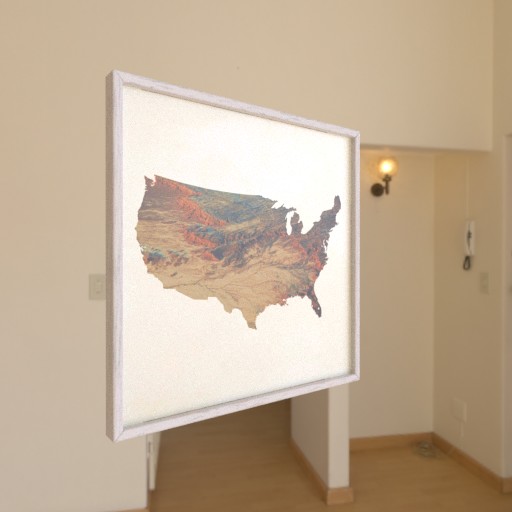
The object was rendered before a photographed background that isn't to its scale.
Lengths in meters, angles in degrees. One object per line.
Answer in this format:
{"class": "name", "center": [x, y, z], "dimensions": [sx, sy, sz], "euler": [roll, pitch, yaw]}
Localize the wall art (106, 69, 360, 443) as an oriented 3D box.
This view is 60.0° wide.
{"class": "wall art", "center": [0.000, 0.000, 1.940], "dimensions": [1.287, 1.288, 0.078], "euler": [0, 0, -37]}
